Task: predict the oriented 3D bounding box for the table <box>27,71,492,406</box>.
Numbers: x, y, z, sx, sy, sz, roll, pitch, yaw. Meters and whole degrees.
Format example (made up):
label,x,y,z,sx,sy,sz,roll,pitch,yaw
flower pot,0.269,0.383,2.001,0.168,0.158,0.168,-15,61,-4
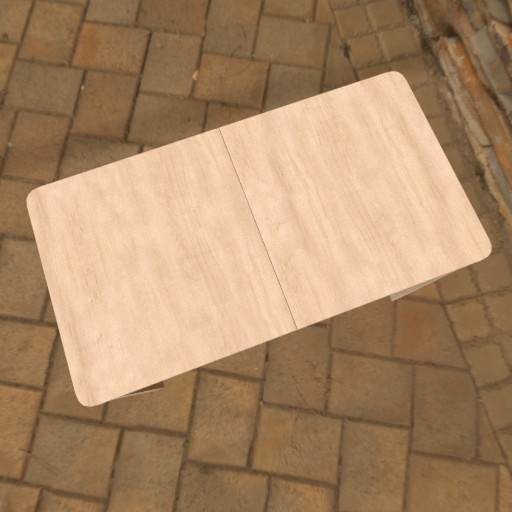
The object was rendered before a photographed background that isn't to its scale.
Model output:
label,x,y,z,sx,sy,sz,roll,pitch,yaw
table,0.000,0.000,1.908,1.400,0.900,0.750,-20,77,-5
